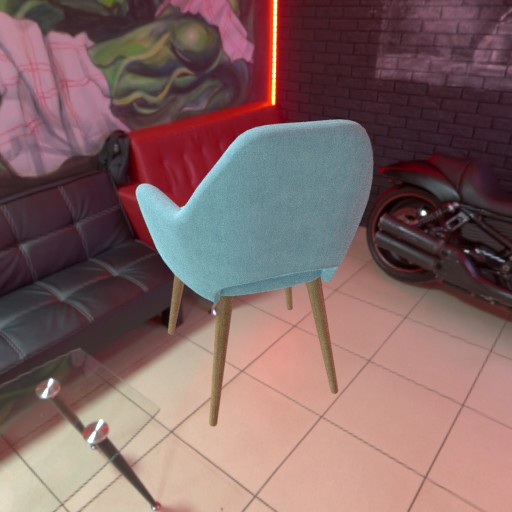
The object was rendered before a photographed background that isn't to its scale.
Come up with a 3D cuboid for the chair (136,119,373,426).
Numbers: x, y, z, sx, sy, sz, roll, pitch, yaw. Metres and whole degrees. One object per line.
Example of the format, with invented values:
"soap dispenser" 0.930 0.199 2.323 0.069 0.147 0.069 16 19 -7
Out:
"chair" 0.000 0.000 1.229 0.590 0.840 0.610 -9 30 -16
